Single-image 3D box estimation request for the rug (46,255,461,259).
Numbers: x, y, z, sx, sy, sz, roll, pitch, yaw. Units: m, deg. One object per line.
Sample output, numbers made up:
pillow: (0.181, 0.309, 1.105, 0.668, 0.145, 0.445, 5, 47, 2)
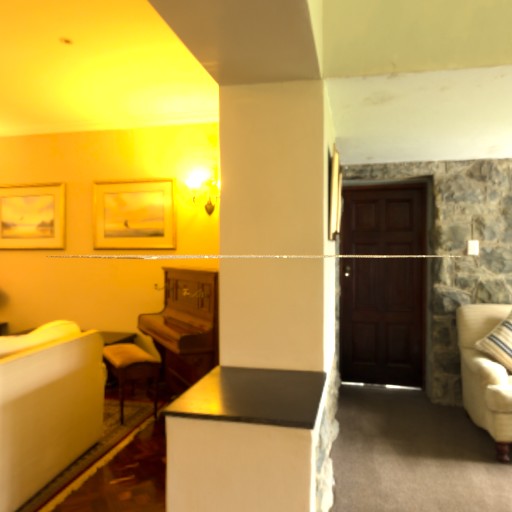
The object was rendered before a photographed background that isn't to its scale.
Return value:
rug: (0.000, 0.000, 2.774, 2.135, 0.013, 1.524, 0, 0, -37)
